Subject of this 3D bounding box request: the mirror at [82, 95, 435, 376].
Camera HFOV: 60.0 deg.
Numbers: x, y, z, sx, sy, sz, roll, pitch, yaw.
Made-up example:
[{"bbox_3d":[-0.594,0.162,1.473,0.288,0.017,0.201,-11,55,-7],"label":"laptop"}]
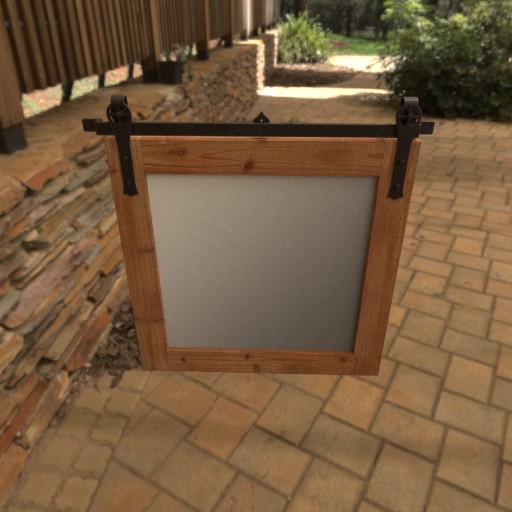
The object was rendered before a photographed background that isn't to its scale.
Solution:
[{"bbox_3d":[0.000,0.000,1.159,0.805,0.800,0.054,1,30,2],"label":"mirror"}]
